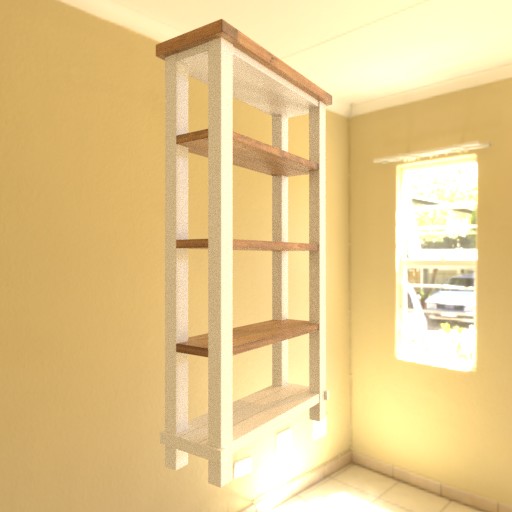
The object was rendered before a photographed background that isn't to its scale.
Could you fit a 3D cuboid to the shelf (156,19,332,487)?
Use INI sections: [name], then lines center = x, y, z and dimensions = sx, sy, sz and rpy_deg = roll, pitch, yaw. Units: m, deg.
[shelf]
center = 0.000, 0.000, 2.279
dimensions = 0.381, 1.878, 1.022
rpy_deg = 0, 0, 35
